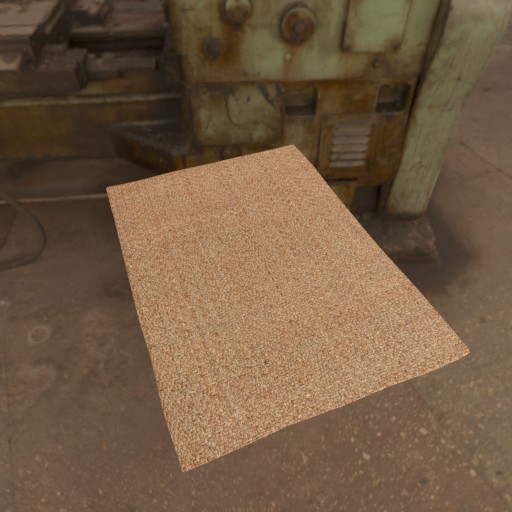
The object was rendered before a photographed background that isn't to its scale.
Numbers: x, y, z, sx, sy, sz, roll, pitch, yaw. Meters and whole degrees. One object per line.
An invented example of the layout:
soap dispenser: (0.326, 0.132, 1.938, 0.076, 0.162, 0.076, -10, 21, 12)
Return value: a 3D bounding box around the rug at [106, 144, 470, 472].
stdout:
rug: (0.000, 0.000, 2.756, 1.566, 0.013, 2.141, -16, 48, -16)
